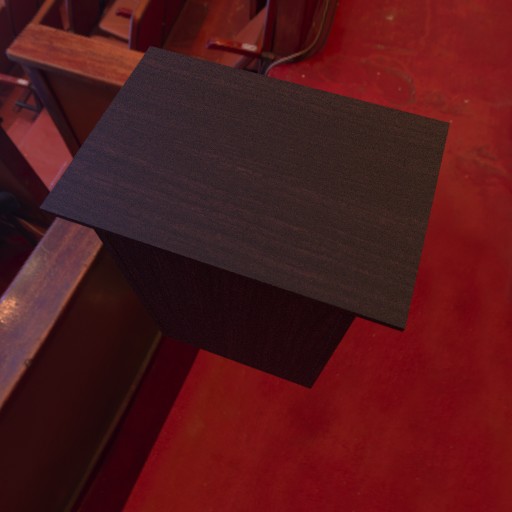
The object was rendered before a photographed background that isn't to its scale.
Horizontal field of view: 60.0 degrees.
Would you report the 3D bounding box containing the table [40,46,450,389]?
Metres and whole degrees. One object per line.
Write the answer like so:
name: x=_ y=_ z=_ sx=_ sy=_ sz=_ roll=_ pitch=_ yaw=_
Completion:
table: x=0.000 y=0.000 z=1.069 sx=0.591 sy=0.711 sz=0.406 roll=18 pitch=65 yaw=9
